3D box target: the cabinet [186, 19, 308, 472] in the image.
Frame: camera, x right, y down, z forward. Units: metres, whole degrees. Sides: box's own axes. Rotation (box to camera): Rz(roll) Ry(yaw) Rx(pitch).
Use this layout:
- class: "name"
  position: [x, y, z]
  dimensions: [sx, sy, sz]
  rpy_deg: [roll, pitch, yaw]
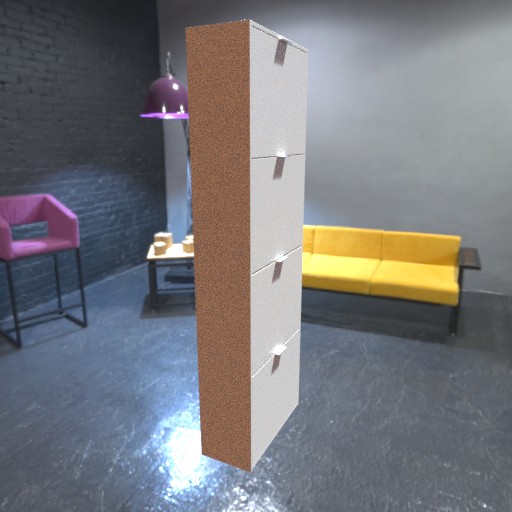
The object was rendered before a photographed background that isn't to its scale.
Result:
- class: "cabinet"
  position: [0.000, 0.000, 1.822]
  dimensions: [0.255, 1.630, 0.520]
  rpy_deg: [7, 16, 25]
